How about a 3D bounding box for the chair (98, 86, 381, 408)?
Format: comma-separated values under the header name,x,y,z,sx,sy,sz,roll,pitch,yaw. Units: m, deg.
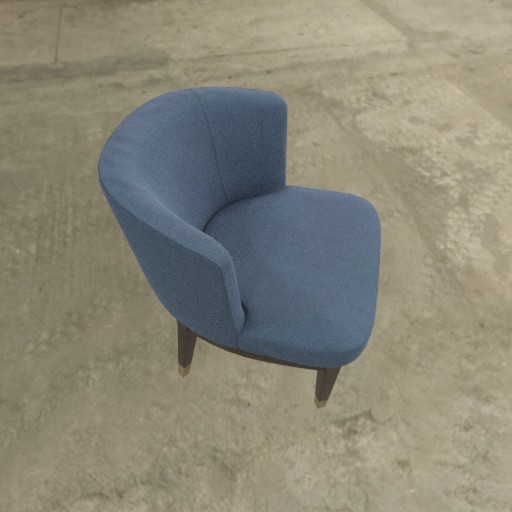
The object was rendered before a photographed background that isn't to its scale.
name,x,y,z,sx,sy,sz,roll,pitch,yaw
chair,0.000,0.000,1.298,0.702,0.760,0.661,10,48,9
